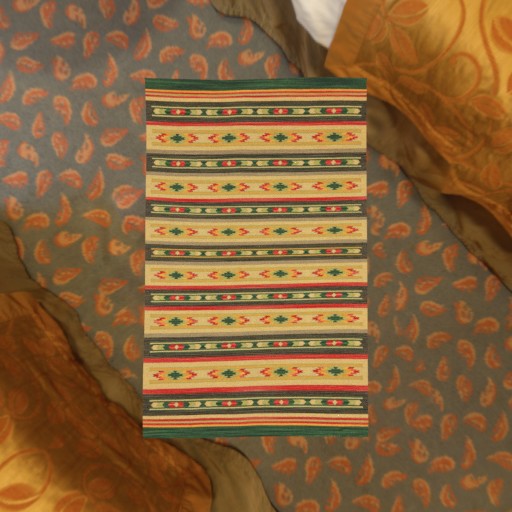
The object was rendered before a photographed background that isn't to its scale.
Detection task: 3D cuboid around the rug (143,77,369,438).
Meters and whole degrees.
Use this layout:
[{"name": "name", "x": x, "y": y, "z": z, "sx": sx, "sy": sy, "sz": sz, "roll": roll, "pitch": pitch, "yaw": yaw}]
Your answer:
[{"name": "rug", "x": 0.000, "y": 0.000, "z": 3.007, "sx": 1.520, "sy": 0.011, "sz": 2.447, "roll": 0, "pitch": 89, "yaw": -1}]
